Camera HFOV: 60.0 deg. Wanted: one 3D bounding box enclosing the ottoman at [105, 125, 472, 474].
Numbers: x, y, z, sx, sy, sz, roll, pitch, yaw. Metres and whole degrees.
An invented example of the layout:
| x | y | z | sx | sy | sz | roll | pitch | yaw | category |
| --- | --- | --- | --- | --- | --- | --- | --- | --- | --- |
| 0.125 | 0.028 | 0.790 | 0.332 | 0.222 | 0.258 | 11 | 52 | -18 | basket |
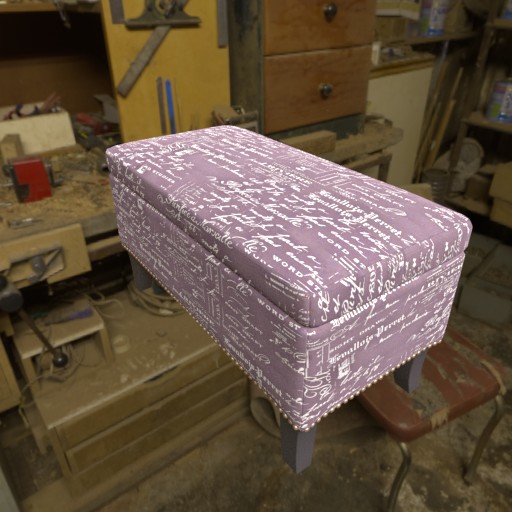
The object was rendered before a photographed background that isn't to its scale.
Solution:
| x | y | z | sx | sy | sz | roll | pitch | yaw | category |
| --- | --- | --- | --- | --- | --- | --- | --- | --- | --- |
| 0.000 | 0.000 | 1.069 | 0.406 | 0.457 | 0.813 | -20 | 37 | -30 | ottoman |
